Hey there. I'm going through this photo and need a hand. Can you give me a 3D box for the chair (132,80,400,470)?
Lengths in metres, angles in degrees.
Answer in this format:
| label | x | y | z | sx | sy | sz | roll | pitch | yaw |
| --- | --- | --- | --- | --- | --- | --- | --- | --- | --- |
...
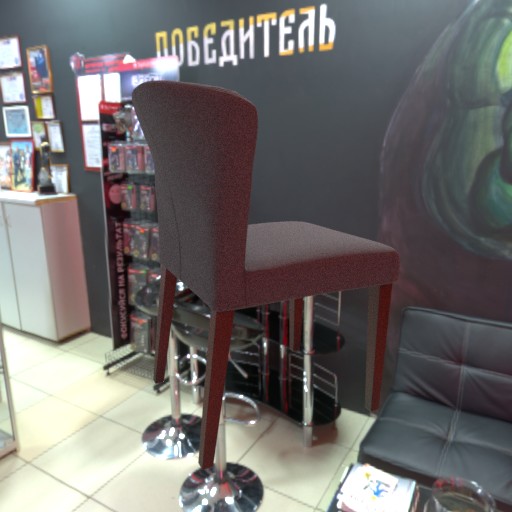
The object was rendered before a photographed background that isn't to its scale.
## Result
| label | x | y | z | sx | sy | sz | roll | pitch | yaw |
| --- | --- | --- | --- | --- | --- | --- | --- | --- | --- |
| chair | 0.000 | 0.000 | 1.191 | 0.592 | 0.839 | 0.491 | -7 | 16 | -26 |
